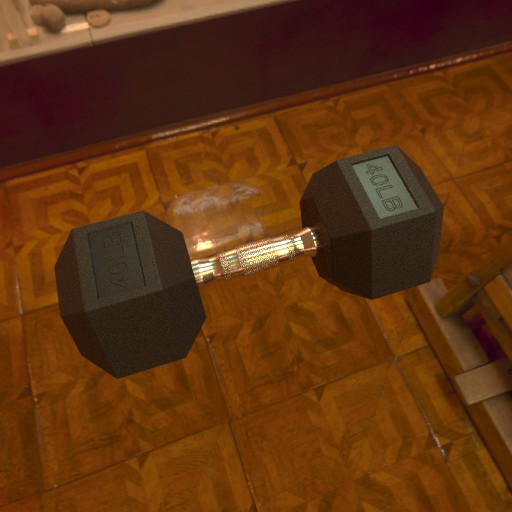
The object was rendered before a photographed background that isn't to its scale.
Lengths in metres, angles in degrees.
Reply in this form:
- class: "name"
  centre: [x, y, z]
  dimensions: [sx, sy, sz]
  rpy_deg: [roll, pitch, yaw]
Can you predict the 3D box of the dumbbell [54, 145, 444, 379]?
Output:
- class: "dumbbell"
  centre: [0.000, 0.000, 0.445]
  dimensions: [0.361, 0.137, 0.157]
  rpy_deg: [-16, 64, -8]
